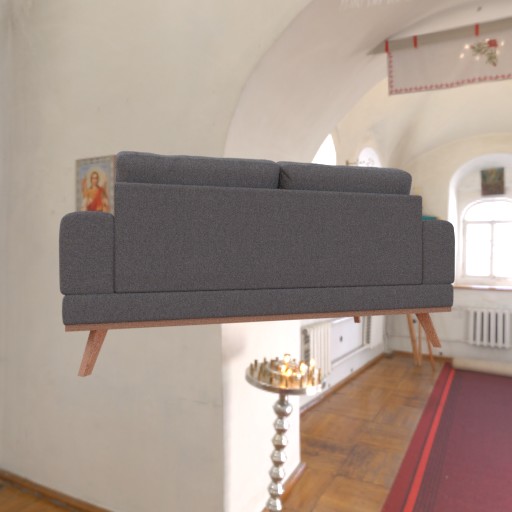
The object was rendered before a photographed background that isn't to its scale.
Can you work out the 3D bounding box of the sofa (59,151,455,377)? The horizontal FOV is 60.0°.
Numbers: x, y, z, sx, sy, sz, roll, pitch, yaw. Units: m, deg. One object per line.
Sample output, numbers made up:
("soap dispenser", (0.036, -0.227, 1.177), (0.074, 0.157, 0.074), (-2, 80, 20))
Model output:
("sofa", (0.000, 0.000, 2.099), (1.650, 0.810, 0.785), (0, 1, -18))
